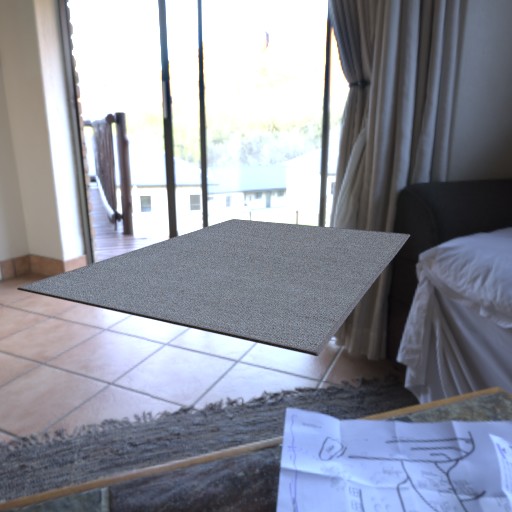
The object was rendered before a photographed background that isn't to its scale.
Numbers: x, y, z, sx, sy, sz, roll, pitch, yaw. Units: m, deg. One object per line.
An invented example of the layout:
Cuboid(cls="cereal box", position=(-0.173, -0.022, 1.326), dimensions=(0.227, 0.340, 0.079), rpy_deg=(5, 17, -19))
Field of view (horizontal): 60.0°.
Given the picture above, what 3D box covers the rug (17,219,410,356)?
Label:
Cuboid(cls="rug", position=(0.000, 0.000, 2.706), dimensions=(1.517, 0.013, 2.115), rpy_deg=(7, 17, 26))
